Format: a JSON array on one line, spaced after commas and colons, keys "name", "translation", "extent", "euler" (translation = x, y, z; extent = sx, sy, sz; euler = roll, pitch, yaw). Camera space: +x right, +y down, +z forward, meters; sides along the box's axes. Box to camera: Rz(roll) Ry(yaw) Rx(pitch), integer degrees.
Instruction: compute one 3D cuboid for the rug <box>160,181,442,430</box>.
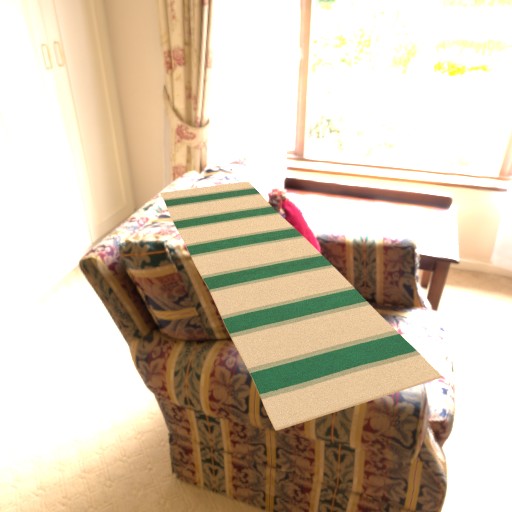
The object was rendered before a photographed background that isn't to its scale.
[{"name": "rug", "translation": [0.000, 0.000, 2.737], "extent": [0.768, 0.012, 2.438], "euler": [-11, 32, -18]}]
